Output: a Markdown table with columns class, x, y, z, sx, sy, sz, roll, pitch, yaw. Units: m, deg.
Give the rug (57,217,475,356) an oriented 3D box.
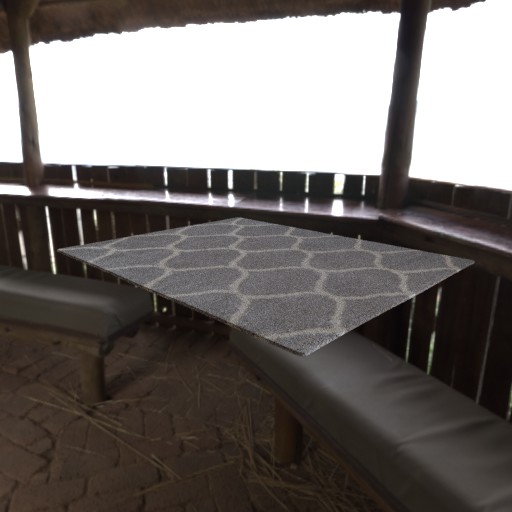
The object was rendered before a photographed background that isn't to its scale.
| class | x | y | z | sx | sy | sz | roll | pitch | yaw |
| --- | --- | --- | --- | --- | --- | --- | --- | --- | --- |
| rug | 0.000 | 0.000 | 4.035 | 3.000 | 0.026 | 2.399 | 15 | 21 | 42 |
